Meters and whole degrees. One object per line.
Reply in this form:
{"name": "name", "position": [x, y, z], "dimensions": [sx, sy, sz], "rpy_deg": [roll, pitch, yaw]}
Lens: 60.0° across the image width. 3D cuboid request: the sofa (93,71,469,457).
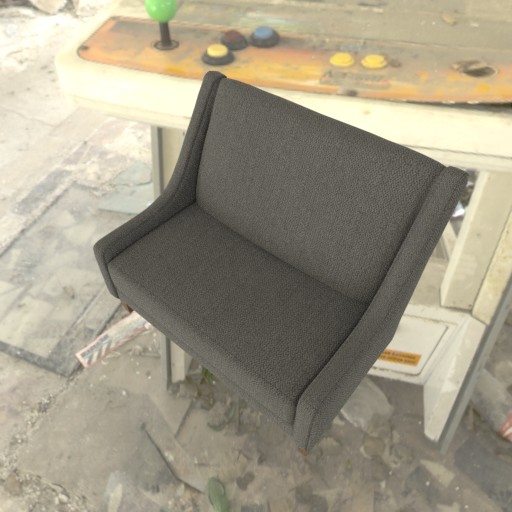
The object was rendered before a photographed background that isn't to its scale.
{"name": "sofa", "position": [0.000, 0.000, 1.916], "dimensions": [1.242, 1.022, 0.873], "rpy_deg": [32, 55, 26]}
